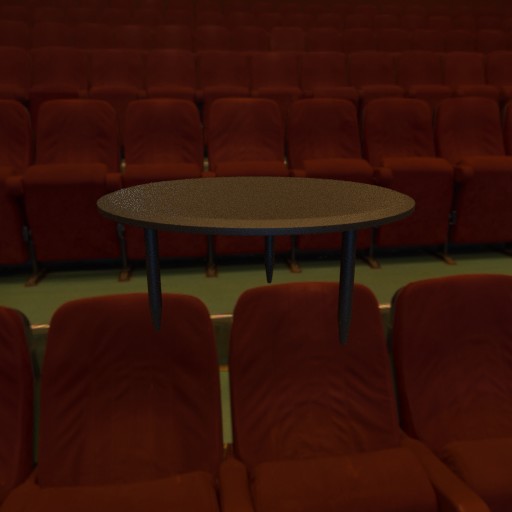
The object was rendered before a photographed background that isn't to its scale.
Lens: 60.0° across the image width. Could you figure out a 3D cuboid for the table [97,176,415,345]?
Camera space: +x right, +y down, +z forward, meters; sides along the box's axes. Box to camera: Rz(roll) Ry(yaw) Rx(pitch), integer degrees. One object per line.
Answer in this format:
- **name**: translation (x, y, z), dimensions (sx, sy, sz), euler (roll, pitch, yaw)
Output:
- **table**: translation (0.000, 0.000, 1.378), dimensions (0.900, 0.400, 0.900), euler (0, 16, 0)
